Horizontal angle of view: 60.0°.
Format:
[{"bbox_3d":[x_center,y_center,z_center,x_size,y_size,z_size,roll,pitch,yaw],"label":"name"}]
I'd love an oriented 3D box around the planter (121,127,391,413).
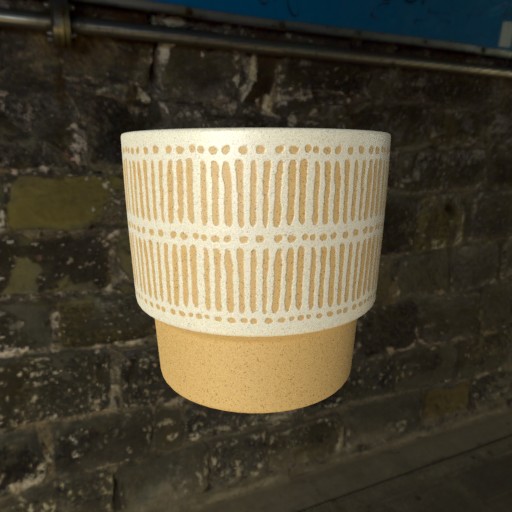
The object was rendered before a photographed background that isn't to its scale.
[{"bbox_3d":[0.000,0.000,0.574,0.317,0.303,0.317,0,13,0],"label":"planter"}]
